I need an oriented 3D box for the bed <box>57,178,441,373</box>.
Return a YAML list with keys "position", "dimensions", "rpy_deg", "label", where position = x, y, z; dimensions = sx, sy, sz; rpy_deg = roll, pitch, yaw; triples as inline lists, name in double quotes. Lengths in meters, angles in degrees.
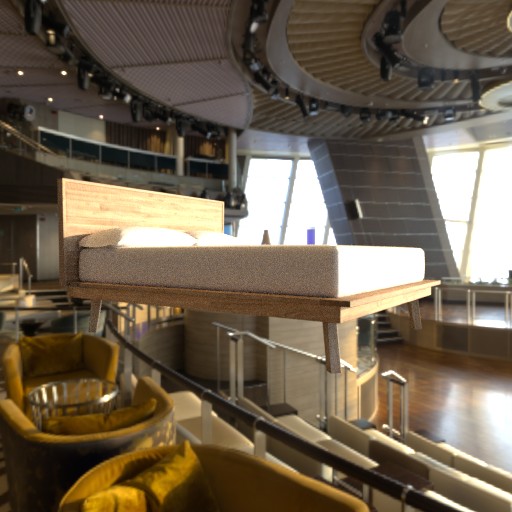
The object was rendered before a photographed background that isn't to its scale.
- position: [0.000, 0.000, 3.189]
  dimensions: [2.145, 1.071, 1.759]
  rpy_deg: [0, 1, 35]
  label: "bed"
